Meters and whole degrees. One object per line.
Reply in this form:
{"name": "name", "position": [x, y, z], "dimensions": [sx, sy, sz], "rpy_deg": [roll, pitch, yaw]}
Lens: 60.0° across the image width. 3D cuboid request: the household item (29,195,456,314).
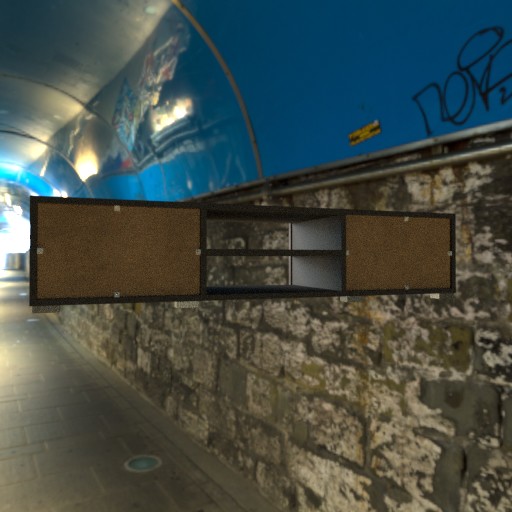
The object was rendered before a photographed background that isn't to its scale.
{"name": "household item", "position": [0.000, 0.000, 1.586], "dimensions": [1.400, 0.310, 0.420], "rpy_deg": [0, 0, -19]}
